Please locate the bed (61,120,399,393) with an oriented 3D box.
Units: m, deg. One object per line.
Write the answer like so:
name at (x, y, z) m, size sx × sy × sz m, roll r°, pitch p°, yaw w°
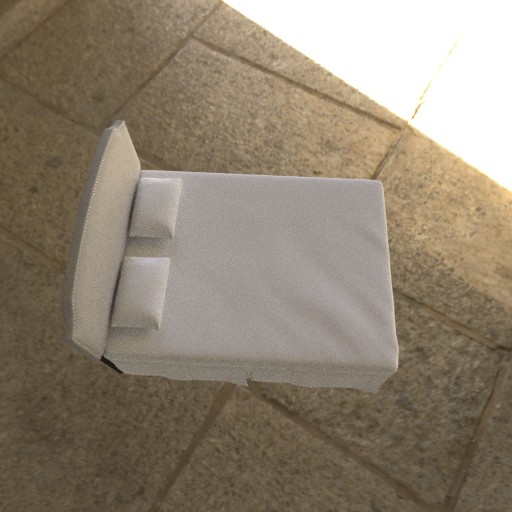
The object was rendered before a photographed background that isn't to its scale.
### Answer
bed at (0.000, 0.000, 3.058) m, size 1.999 × 1.270 × 1.558 m, roll 3°, pitch 65°, yaw 1°
